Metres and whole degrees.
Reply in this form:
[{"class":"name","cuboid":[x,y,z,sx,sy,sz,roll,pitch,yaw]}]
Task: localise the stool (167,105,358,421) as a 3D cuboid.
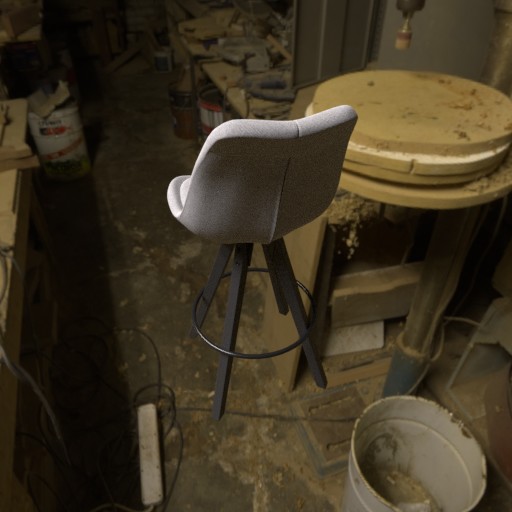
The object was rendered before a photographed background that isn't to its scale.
[{"class":"stool","cuboid":[0.000,0.000,1.425,0.485,1.115,0.550,-12,41,-14]}]
